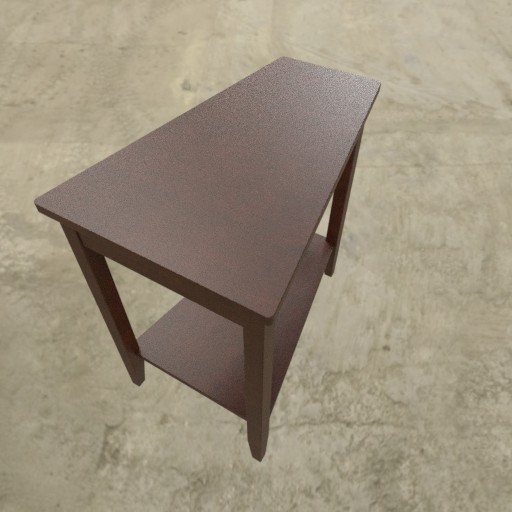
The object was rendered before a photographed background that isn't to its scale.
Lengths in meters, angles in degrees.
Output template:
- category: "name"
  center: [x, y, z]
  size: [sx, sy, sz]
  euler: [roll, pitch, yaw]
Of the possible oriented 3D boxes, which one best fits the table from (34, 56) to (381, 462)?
- category: "table"
  center: [0.000, 0.000, 0.967]
  size: [0.399, 0.589, 0.605]
  euler: [24, 52, 20]
